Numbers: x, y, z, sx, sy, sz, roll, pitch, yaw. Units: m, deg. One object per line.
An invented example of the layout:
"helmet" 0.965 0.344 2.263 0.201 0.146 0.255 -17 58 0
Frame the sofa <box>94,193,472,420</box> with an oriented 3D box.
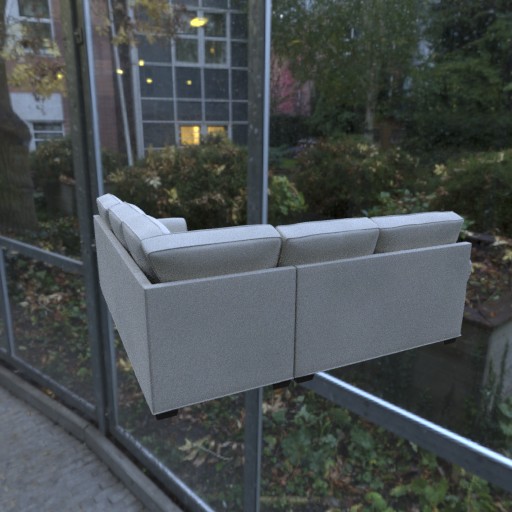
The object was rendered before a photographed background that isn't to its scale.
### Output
"sofa" 0.000 0.000 3.965 2.487 1.054 2.569 -7 16 -24
